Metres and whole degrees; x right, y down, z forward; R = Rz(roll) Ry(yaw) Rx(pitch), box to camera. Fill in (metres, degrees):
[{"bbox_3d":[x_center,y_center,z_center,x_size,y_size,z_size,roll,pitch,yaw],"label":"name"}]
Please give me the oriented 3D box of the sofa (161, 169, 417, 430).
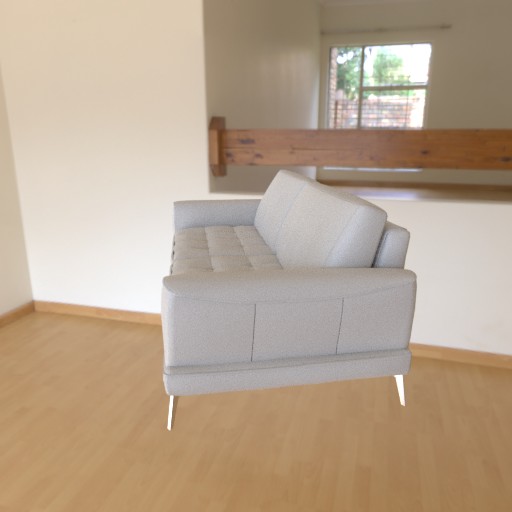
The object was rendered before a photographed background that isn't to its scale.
[{"bbox_3d":[0.000,0.000,2.788,1.121,0.930,2.177,-2,16,-9],"label":"sofa"}]
